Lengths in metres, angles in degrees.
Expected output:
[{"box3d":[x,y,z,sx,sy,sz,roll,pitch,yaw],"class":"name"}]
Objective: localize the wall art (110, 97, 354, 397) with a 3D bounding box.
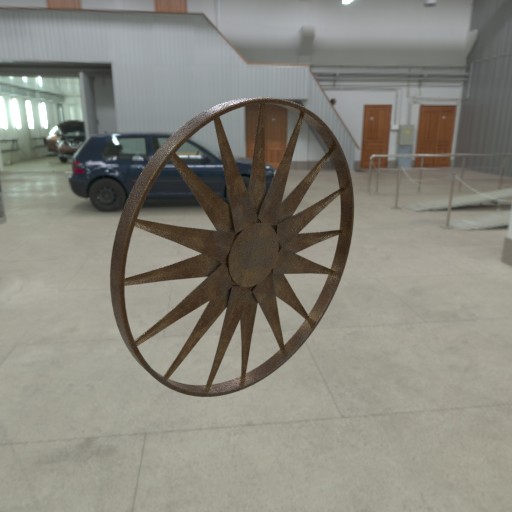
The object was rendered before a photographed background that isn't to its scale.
[{"box3d":[0.000,0.000,0.864,0.582,0.583,0.084,-14,22,-40],"class":"wall art"}]
